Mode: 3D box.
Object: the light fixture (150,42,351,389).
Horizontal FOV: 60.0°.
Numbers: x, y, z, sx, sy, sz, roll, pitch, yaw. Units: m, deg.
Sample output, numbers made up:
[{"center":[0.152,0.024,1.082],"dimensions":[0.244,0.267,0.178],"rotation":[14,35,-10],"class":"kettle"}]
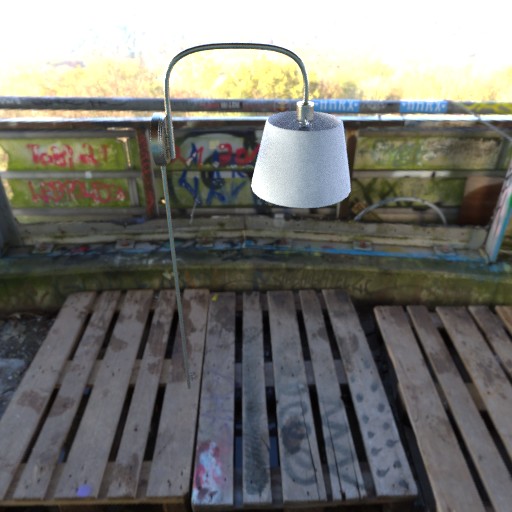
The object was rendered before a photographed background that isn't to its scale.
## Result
[{"center":[0.000,0.000,0.457],"dimensions":[0.176,0.399,0.092],"rotation":[0,32,0],"class":"light fixture"}]
